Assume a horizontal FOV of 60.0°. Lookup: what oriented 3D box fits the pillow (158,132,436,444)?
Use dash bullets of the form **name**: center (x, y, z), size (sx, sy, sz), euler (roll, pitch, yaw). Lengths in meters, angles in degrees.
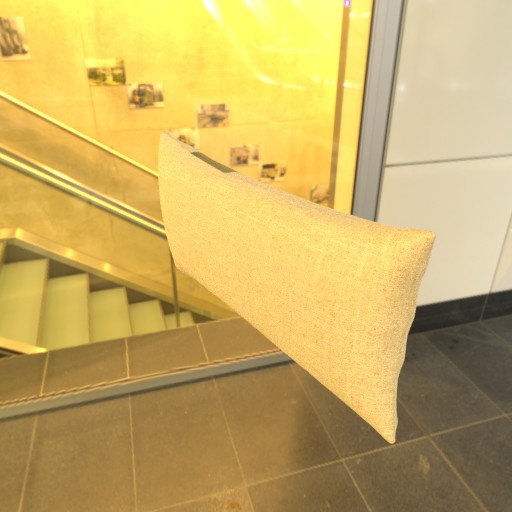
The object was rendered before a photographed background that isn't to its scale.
- **pillow**: center (0.000, 0.000, 1.022), size (0.197, 0.429, 0.859), euler (-18, 32, -32)
